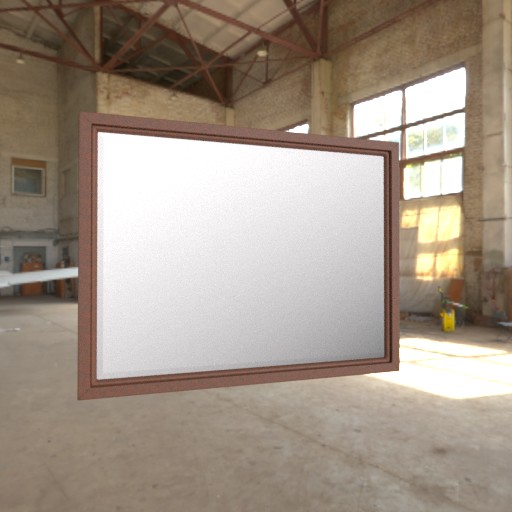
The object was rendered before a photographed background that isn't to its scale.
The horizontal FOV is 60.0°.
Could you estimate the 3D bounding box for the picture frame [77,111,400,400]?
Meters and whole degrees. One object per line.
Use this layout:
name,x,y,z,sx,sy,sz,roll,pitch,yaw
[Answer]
picture frame,0.000,0.000,1.784,1.329,1.018,0.045,0,-1,-18
